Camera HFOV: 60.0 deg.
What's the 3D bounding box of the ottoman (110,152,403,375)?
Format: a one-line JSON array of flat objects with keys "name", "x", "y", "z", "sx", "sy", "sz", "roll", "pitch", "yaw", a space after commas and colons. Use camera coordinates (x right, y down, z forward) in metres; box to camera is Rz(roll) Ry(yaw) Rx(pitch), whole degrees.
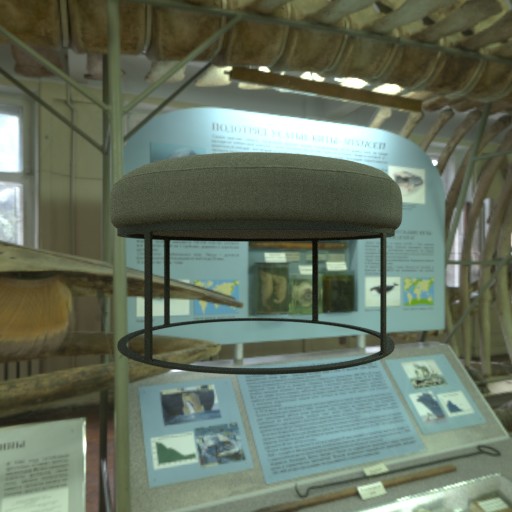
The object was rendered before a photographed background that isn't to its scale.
[{"name": "ottoman", "x": 0.000, "y": 0.000, "z": 1.224, "sx": 0.772, "sy": 0.460, "sz": 0.772, "roll": 0, "pitch": 0, "yaw": 0}]
